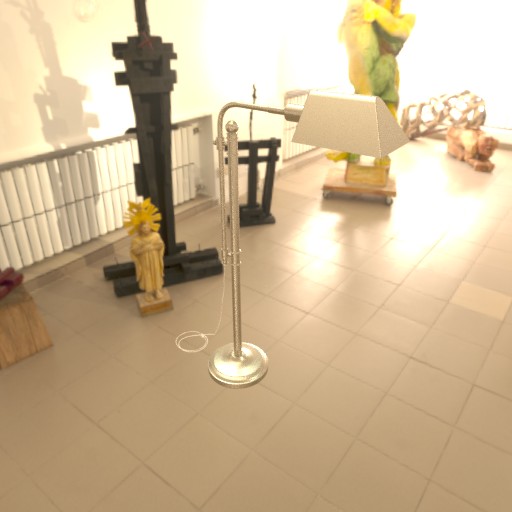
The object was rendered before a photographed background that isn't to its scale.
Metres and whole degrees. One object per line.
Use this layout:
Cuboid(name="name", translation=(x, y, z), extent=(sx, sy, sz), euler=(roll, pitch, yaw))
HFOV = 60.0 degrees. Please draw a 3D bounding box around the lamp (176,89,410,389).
Cuboid(name="lamp", translation=(0.000, 0.000, 0.968), extent=(0.546, 0.708, 0.159), euler=(20, 35, 32))
